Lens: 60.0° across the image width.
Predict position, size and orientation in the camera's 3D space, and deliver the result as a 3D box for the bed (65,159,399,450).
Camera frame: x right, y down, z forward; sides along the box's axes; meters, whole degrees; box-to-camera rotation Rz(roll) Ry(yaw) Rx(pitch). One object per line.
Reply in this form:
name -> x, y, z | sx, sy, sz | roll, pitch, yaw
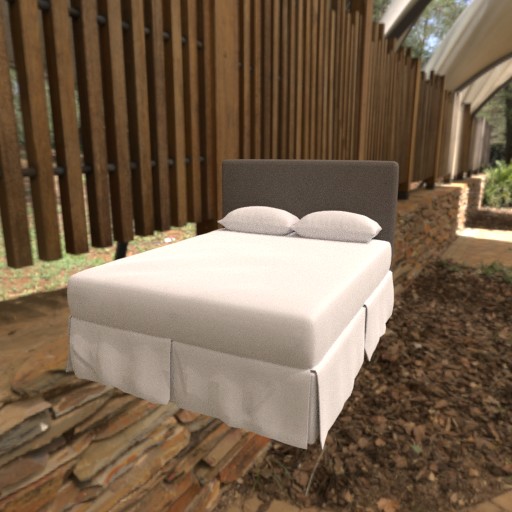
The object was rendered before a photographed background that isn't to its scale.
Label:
bed -> 0.000, 0.000, 3.212 | 1.723, 1.330, 2.142 | 7, 15, 26
